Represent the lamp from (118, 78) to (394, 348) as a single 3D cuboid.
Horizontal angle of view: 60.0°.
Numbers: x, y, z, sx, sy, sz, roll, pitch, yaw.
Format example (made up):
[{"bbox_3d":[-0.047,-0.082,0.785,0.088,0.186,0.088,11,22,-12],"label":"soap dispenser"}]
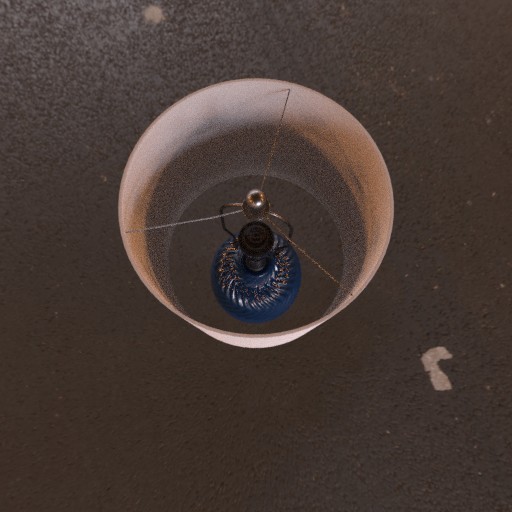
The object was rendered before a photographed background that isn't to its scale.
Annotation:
[{"bbox_3d":[0.000,0.000,0.500,0.203,0.368,0.203,15,77,4],"label":"lamp"}]
